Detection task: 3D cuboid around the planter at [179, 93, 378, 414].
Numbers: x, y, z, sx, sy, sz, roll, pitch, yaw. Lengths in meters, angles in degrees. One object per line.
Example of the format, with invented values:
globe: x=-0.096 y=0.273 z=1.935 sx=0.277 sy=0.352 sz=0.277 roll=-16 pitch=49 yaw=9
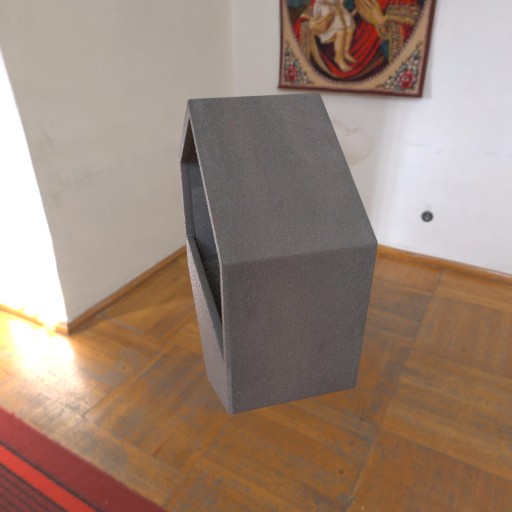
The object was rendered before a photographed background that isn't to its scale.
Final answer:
planter: x=0.000 y=0.000 z=0.299 sx=0.077 sy=0.206 sz=0.169 roll=-8 pitch=31 yaw=-13
